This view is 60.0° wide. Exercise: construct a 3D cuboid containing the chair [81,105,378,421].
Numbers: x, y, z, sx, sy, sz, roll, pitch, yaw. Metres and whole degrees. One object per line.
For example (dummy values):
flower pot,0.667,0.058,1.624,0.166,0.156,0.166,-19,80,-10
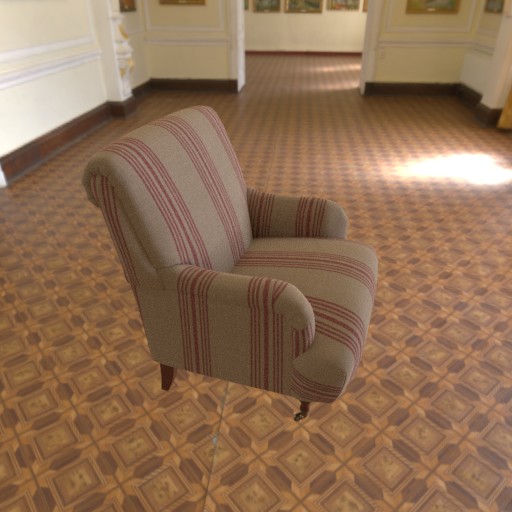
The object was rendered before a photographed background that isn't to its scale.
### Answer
chair,0.000,0.000,1.965,1.058,1.123,0.933,10,32,16
